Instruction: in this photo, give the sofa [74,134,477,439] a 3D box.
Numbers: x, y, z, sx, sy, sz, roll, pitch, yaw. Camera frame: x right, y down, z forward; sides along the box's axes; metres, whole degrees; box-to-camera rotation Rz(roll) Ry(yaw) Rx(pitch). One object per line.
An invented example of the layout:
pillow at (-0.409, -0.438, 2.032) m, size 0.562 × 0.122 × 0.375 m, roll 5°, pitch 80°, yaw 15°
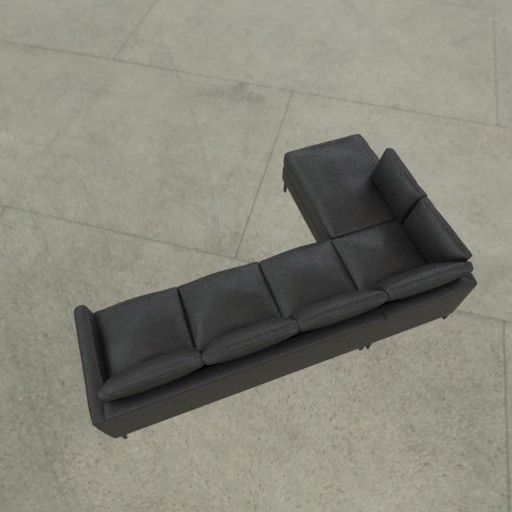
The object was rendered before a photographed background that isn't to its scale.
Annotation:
sofa at (0.000, 0.000, 3.772) m, size 2.984 × 0.877 × 1.938 m, roll -17°, pitch 59°, yaw -11°
